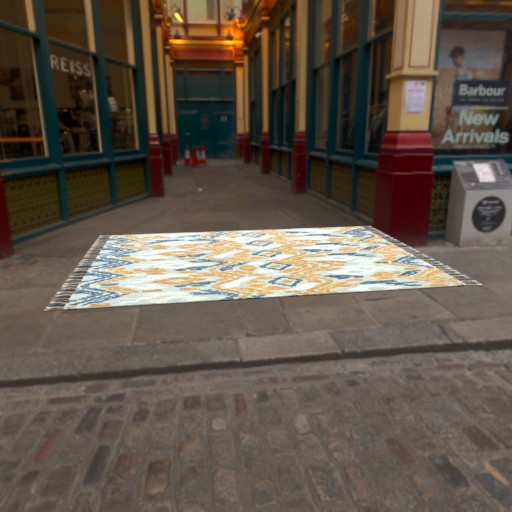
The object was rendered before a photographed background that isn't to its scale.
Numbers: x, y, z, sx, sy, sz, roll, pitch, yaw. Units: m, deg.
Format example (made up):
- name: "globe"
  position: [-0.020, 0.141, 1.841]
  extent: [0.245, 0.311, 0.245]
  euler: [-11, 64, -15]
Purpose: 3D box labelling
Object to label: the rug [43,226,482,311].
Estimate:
- name: "rug"
  position: [0.000, 0.000, 2.387]
  extent: [1.827, 0.008, 1.230]
  euler: [-3, 16, -9]
